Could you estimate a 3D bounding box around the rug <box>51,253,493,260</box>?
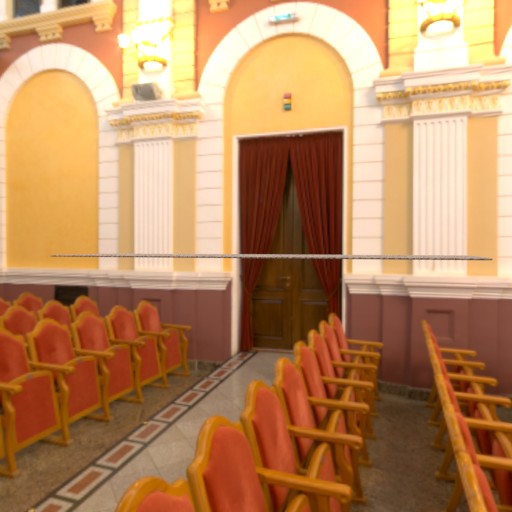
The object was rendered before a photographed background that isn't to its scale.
[{"bbox_3d":[0.000,0.000,2.504,2.286,0.008,0.686,0,1,18],"label":"rug"}]
